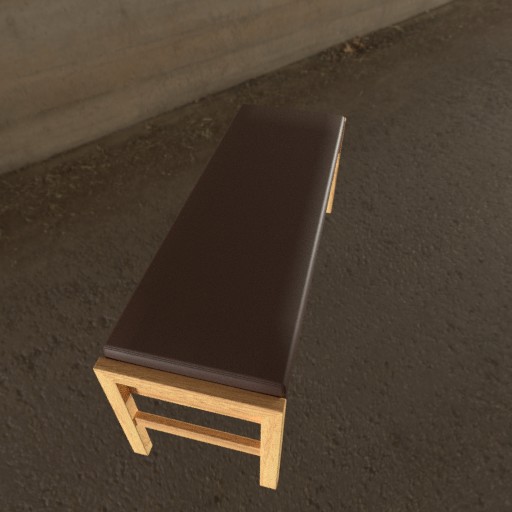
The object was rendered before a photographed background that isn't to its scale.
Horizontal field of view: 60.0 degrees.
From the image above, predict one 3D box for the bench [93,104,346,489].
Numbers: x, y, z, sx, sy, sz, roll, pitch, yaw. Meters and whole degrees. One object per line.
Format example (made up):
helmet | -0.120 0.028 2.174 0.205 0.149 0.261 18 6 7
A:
bench | 0.000 0.000 1.444 0.405 0.480 1.200 10 46 10
